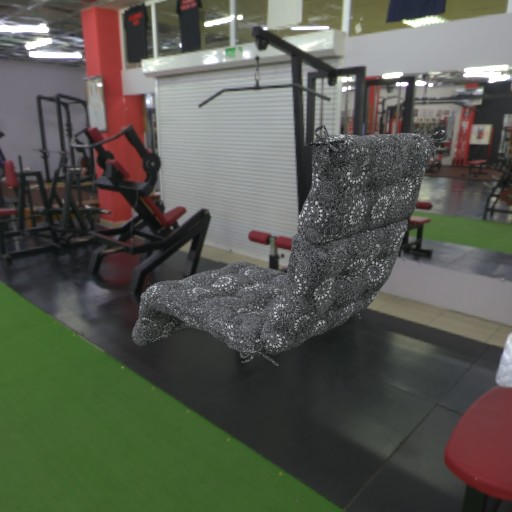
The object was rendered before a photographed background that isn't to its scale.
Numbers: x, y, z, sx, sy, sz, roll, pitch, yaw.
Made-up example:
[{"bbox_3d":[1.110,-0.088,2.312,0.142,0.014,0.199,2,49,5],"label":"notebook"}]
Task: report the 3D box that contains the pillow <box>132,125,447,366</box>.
[{"bbox_3d":[0.000,0.000,1.523,0.526,0.863,1.016,-15,22,-42],"label":"pillow"}]
